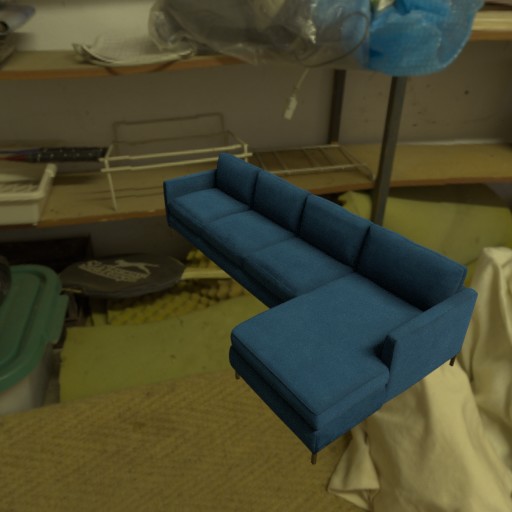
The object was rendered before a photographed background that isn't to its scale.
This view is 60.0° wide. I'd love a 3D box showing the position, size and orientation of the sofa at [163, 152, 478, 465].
[{"bbox_3d":[0.000,0.000,3.497,1.350,0.810,2.932,-20,36,-30],"label":"sofa"}]
